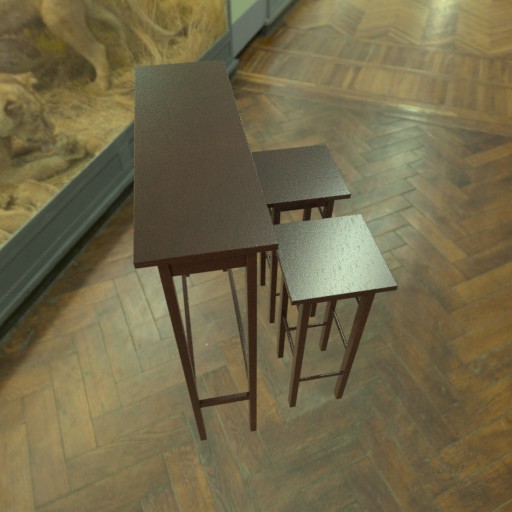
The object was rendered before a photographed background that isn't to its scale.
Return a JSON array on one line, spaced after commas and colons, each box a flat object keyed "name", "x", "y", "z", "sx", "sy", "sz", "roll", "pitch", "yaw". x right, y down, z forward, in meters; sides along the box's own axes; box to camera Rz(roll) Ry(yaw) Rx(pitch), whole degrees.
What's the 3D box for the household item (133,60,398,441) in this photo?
[{"name": "household item", "x": 0.000, "y": 0.000, "z": 1.644, "sx": 0.676, "sy": 1.067, "sz": 0.914, "roll": -8, "pitch": 48, "yaw": -7}]
